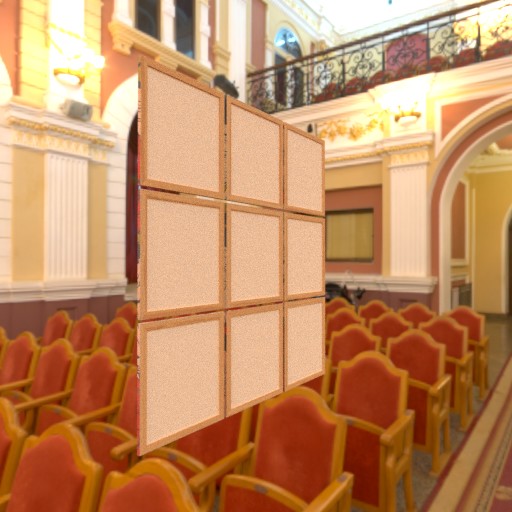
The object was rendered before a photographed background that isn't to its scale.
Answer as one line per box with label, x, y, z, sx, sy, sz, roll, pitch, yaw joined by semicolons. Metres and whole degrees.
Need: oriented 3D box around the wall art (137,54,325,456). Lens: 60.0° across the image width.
wall art;0.000;0.000;1.833;0.013;1.218;1.206;0;-1;36
